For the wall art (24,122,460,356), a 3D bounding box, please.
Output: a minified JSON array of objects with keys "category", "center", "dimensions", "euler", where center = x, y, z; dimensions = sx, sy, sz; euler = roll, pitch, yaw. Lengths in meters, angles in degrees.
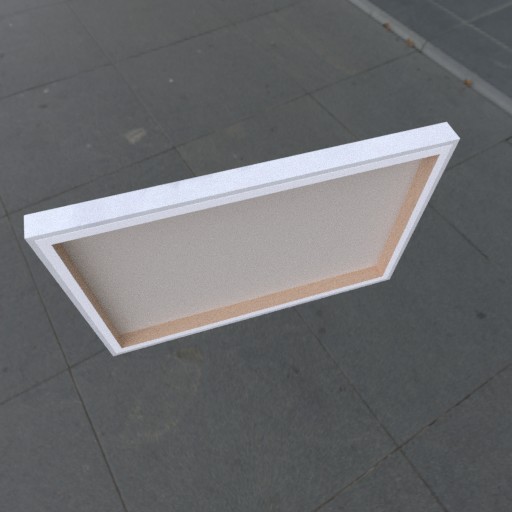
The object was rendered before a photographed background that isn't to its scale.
[{"category":"wall art","center":[0.000,0.000,0.776],"dimensions":[0.609,0.407,0.038],"euler":[-14,58,-9]}]
